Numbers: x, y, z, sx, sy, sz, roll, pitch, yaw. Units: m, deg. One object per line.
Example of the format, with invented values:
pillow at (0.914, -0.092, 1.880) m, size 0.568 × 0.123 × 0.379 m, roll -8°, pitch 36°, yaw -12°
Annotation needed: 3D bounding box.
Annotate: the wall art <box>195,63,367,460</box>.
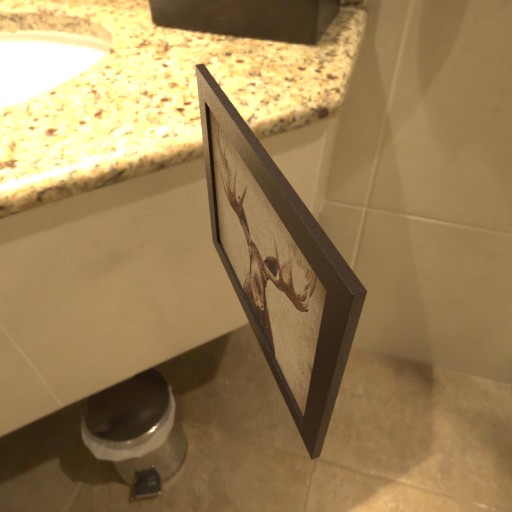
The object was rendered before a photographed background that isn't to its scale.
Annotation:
wall art at (0.000, 0.000, 1.656) m, size 0.034 × 0.952 × 1.207 m, roll -16°, pitch 48°, yaw -14°
